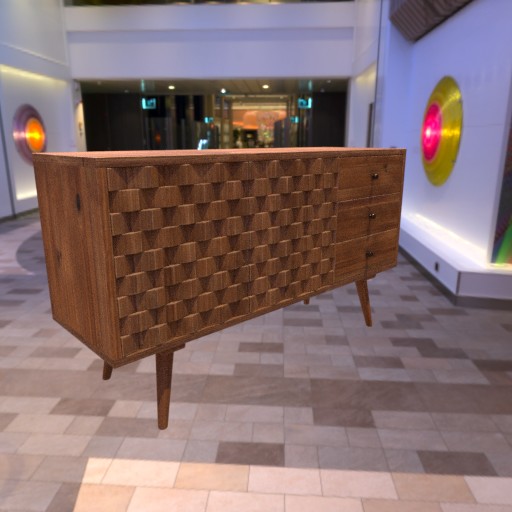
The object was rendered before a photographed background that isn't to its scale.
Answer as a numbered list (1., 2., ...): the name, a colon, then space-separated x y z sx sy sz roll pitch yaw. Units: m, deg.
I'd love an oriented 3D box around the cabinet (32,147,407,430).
1. cabinet: 0.000 0.000 1.726 1.400 0.800 0.472 -13 20 -41
